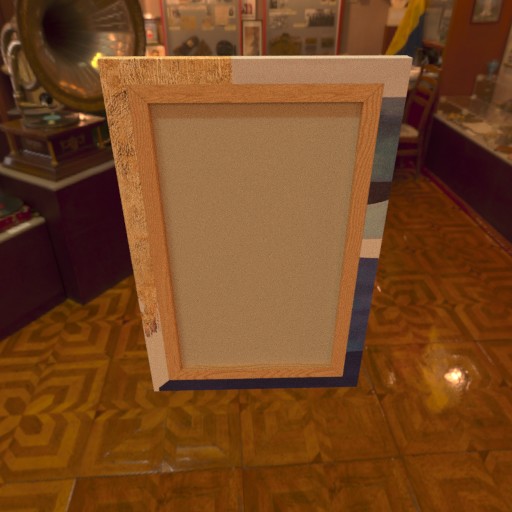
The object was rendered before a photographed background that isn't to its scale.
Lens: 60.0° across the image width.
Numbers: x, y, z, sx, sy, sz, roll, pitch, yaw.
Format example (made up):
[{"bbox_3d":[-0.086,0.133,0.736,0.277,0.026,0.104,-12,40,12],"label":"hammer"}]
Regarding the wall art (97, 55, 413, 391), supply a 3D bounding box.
[{"bbox_3d":[0.000,0.000,1.105,0.607,0.911,0.039,-1,31,-2],"label":"wall art"}]
